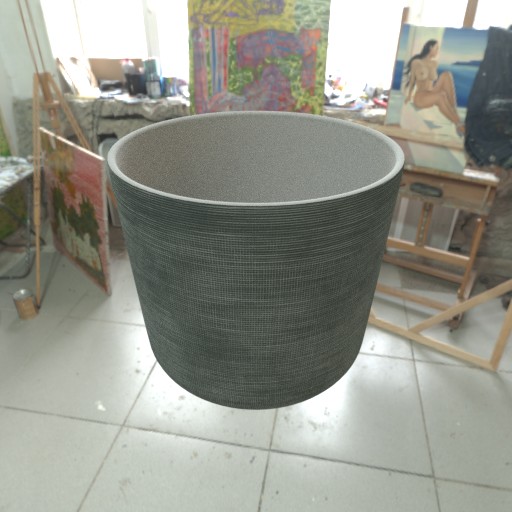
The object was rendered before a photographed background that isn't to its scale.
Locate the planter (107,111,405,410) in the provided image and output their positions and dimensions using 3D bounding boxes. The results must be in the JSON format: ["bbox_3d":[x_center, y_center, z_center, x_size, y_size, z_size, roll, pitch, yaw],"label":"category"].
[{"bbox_3d":[0.000,0.000,0.783,0.440,0.398,0.440,0,31,0],"label":"planter"}]
